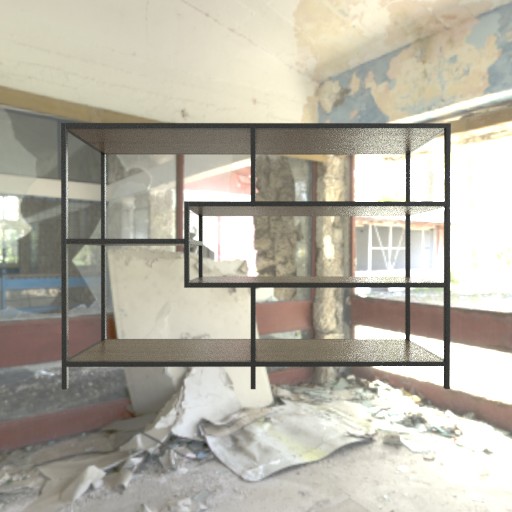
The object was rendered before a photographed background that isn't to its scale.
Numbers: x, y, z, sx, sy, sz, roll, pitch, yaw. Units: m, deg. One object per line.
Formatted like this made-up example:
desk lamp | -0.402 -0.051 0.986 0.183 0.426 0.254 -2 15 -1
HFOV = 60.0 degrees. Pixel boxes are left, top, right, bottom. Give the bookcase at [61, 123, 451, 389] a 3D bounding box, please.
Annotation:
bookcase | 0.000 0.000 1.471 1.140 0.780 0.350 0 0 0
